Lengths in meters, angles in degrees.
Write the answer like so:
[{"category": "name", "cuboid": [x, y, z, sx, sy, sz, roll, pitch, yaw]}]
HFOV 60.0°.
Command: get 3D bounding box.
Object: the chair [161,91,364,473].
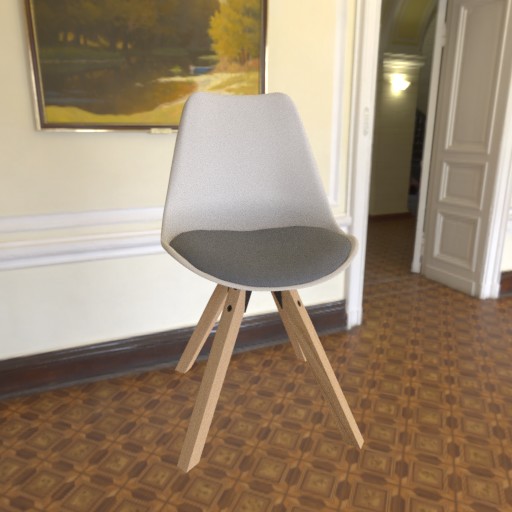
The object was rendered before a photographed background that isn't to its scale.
[{"category": "chair", "cuboid": [0.000, 0.000, 1.165, 0.485, 0.850, 0.550, -3, 16, -10]}]
